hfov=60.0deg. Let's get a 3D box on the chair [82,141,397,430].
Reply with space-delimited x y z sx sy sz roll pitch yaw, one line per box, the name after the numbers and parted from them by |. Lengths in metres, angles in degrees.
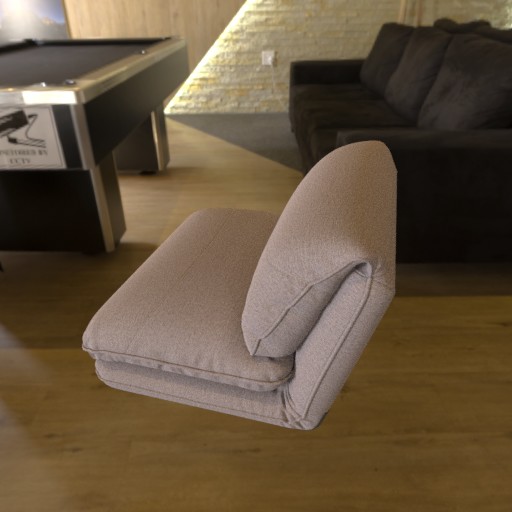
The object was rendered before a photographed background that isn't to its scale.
0.000 0.000 1.366 0.780 0.580 0.820 8 31 14 | chair
